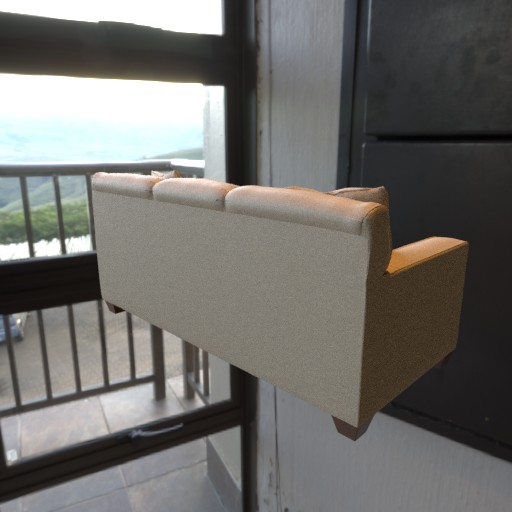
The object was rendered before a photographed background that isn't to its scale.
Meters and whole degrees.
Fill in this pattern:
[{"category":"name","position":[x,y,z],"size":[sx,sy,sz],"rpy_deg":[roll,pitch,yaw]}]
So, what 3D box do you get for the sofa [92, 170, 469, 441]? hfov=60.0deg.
[{"category":"sofa","position":[0.000,0.000,2.552],"size":[2.024,0.958,0.997],"rpy_deg":[14,20,43]}]
